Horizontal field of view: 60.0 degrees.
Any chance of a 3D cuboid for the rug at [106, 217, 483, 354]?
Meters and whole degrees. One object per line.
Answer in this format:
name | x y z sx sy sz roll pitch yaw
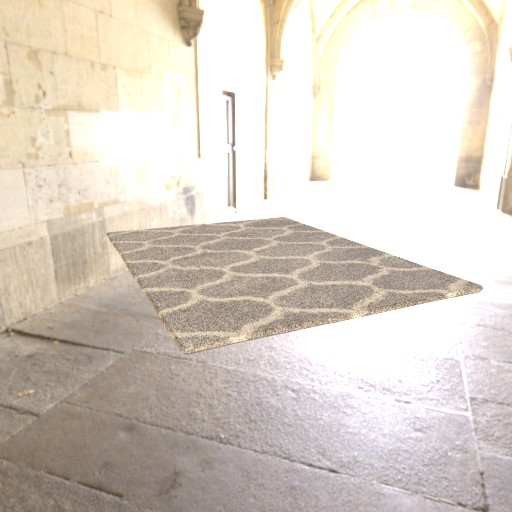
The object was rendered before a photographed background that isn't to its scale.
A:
rug | 0.000 0.000 2.155 1.200 0.025 1.600 -7 17 -24
